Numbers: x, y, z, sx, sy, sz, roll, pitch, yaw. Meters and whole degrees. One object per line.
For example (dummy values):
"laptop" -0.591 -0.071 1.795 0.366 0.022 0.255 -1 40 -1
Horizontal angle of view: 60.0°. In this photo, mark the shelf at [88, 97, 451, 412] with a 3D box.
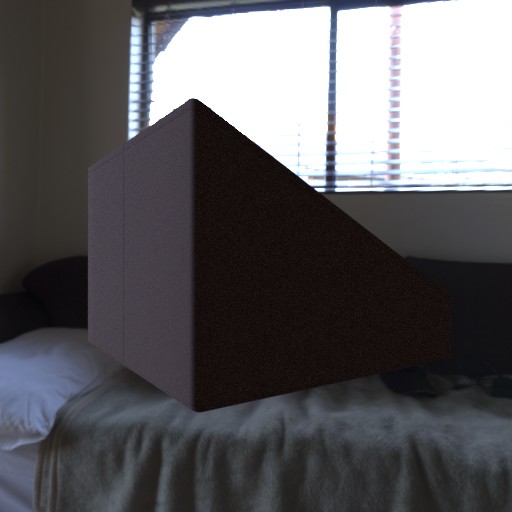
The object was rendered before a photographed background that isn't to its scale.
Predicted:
"shelf" 0.000 0.000 0.491 0.292 0.210 0.292 0 0 -34
